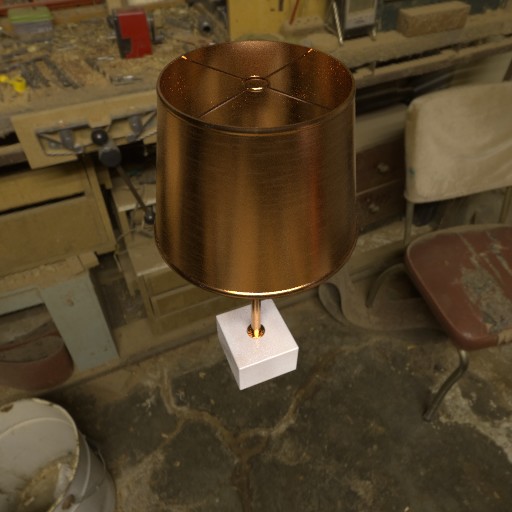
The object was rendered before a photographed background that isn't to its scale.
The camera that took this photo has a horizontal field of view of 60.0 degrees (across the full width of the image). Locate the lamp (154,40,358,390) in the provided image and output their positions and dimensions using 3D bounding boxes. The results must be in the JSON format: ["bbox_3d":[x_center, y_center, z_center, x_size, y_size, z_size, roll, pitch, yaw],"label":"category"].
[{"bbox_3d":[0.000,0.000,0.496,0.208,0.406,0.208,0,46,0],"label":"lamp"}]
